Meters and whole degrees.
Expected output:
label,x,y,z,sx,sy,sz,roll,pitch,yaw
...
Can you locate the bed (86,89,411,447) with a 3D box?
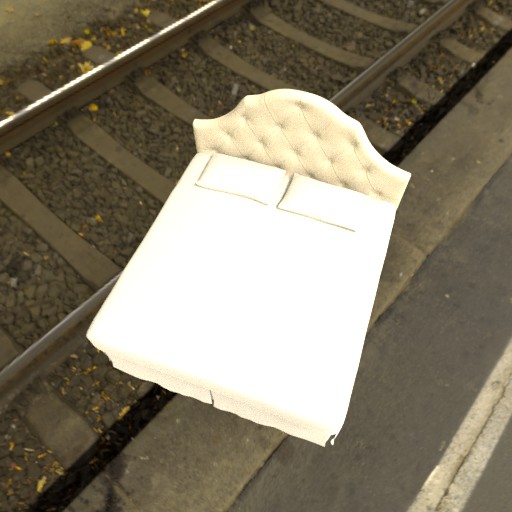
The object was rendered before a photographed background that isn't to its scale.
label,x,y,z,sx,sy,sz,roll,pitch,yaw
bed,0.000,0.000,3.454,2.012,1.555,2.086,17,59,11
